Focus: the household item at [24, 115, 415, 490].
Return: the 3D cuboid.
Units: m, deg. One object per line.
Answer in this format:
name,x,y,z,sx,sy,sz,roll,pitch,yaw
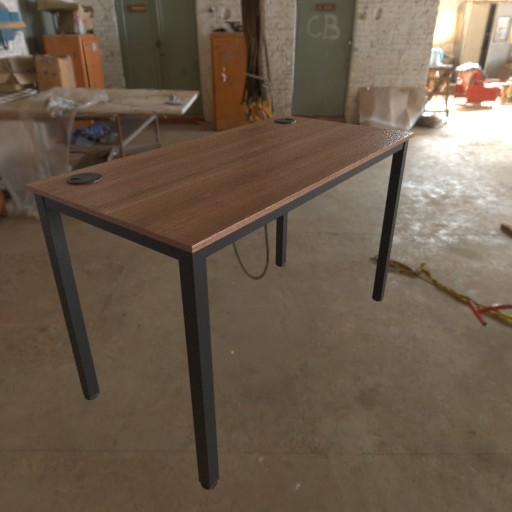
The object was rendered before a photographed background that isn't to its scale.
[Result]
household item,0.000,0.000,1.583,0.600,0.750,1.200,19,33,32
